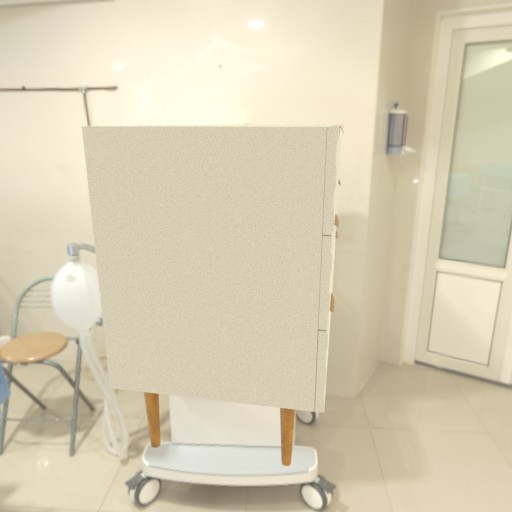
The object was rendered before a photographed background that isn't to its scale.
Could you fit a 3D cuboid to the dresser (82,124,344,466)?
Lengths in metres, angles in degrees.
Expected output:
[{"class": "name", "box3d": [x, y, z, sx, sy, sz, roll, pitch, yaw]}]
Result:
[{"class": "dresser", "box3d": [0.000, 0.000, 1.274, 0.457, 0.721, 0.905, 3, 17, 10]}]
